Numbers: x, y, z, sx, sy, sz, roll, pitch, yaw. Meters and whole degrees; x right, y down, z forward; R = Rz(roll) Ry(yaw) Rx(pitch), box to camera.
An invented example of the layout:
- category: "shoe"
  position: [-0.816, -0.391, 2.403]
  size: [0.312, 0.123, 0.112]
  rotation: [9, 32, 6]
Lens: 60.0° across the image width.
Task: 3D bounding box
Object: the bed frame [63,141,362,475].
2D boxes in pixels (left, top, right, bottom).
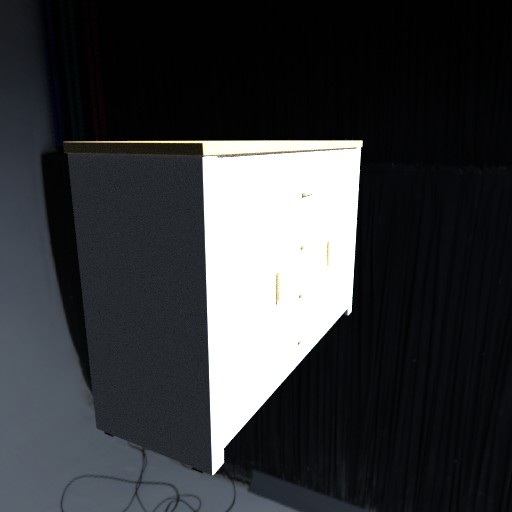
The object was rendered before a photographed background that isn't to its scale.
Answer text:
- category: "bed frame"
  position: [0.000, 0.000, 1.696]
  size: [0.430, 0.850, 1.300]
  rotation: [8, 17, 27]
